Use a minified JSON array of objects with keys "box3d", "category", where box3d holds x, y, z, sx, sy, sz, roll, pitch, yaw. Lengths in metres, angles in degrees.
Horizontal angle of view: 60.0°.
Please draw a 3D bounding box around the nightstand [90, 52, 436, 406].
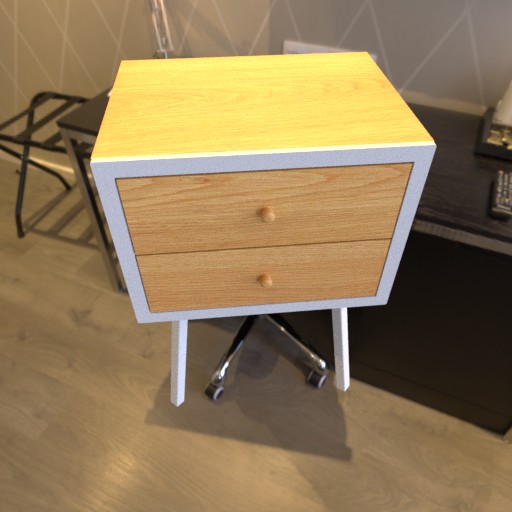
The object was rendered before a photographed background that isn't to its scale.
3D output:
[{"box3d":[0.000,0.000,0.818,0.400,0.601,0.316,-4,44,-4],"category":"nightstand"}]
